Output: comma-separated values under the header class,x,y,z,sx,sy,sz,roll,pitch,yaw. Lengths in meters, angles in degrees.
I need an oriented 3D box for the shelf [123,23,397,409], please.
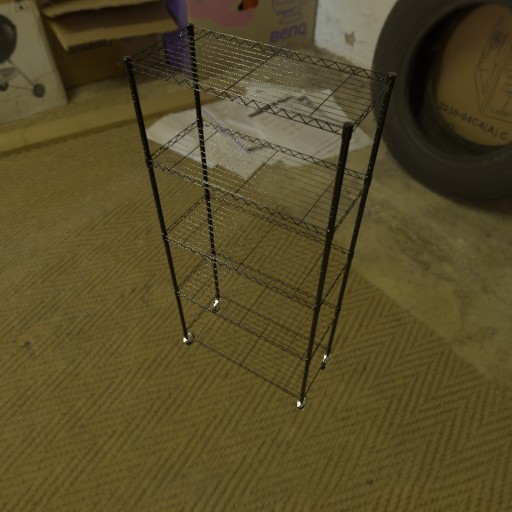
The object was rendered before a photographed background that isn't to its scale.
class,x,y,z,sx,sy,sz,roll,pitch,yaw
shelf,0.000,0.000,1.903,0.762,1.645,0.356,24,52,21
